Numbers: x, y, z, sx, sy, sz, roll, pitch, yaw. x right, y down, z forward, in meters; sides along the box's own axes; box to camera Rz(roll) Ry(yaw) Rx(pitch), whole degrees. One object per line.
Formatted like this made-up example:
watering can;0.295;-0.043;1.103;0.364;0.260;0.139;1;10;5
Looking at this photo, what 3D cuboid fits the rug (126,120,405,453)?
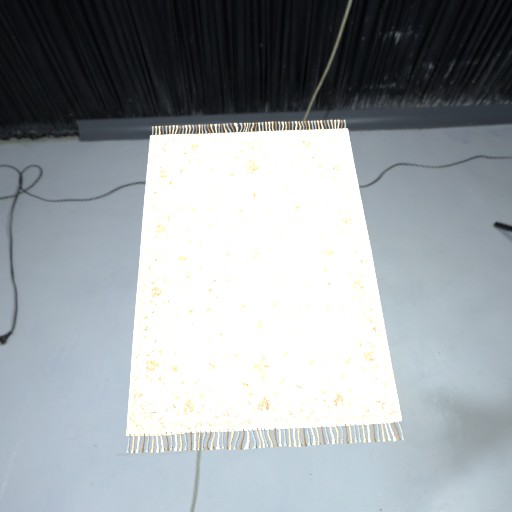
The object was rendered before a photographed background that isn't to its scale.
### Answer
rug;0.000;0.000;2.330;1.218;0.017;1.861;-2;63;-1
